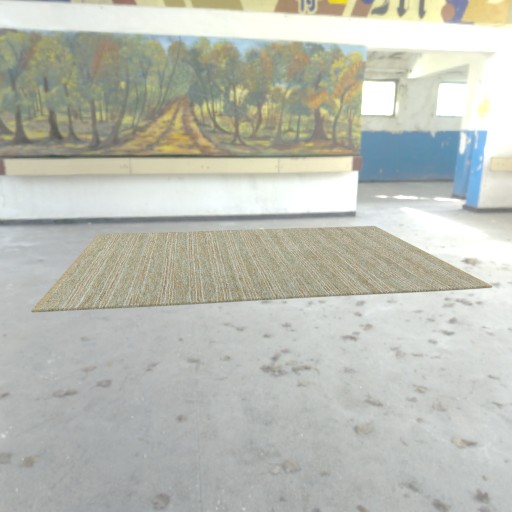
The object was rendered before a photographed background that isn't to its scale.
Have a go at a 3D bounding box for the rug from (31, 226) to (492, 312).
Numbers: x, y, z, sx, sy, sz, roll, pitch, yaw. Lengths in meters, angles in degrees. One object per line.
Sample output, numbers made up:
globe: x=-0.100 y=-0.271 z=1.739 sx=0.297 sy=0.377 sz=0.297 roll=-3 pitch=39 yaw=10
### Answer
rug: x=0.000 y=0.000 z=2.314 sx=1.824 sy=0.010 sz=1.240 roll=-2 pitch=16 yaw=-8
